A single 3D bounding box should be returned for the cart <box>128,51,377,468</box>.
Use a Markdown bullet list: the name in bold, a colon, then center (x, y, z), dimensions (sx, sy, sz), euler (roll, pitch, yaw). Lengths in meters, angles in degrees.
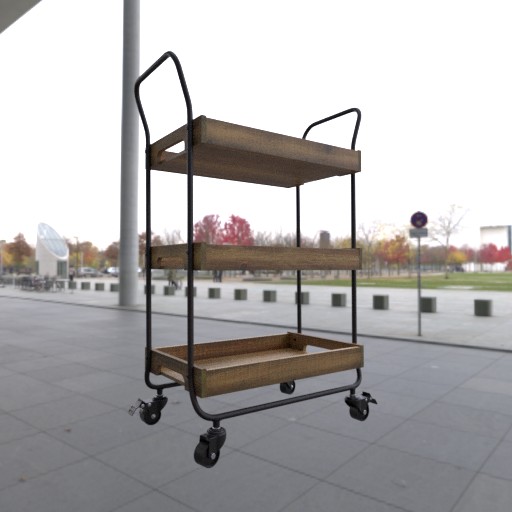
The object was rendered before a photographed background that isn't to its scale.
- **cart**: center (0.000, 0.000, 1.157), dimensions (0.583, 0.857, 0.339), euler (1, -2, -35)
